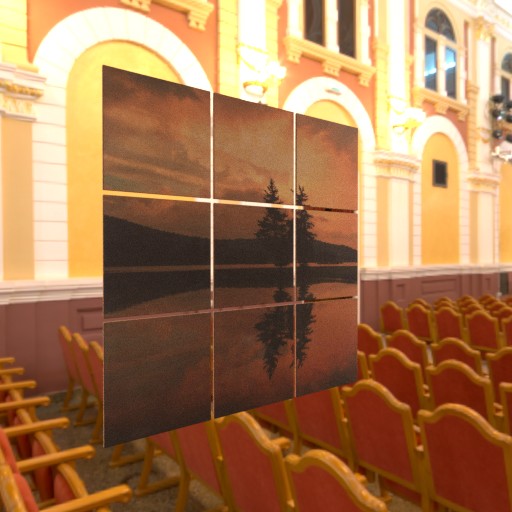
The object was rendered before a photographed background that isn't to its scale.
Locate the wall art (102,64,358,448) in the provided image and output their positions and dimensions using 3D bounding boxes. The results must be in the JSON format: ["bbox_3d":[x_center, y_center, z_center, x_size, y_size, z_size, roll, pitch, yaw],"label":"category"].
[{"bbox_3d":[0.000,0.000,2.221,1.520,1.525,0.013,-1,1,-37],"label":"wall art"}]
